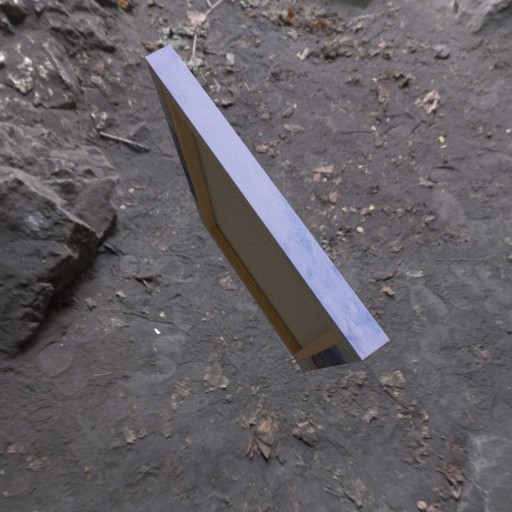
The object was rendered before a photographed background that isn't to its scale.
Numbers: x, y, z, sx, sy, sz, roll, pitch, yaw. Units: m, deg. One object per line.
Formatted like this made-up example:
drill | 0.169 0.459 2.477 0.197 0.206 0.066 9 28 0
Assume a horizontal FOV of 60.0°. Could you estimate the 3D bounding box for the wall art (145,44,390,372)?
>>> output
wall art | 0.000 0.000 0.777 0.036 0.581 0.437 -33 77 -9
